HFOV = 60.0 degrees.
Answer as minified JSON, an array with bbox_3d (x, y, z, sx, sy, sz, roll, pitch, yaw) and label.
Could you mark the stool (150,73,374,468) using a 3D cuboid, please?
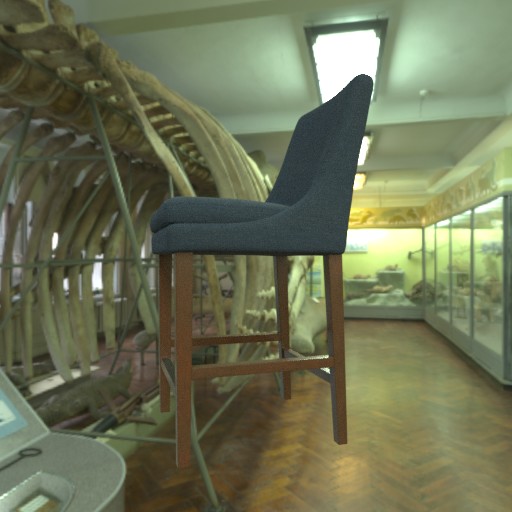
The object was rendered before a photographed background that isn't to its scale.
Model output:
[{"bbox_3d":[0.000,0.000,1.297,0.577,0.981,0.470,0,0,-18],"label":"stool"}]
